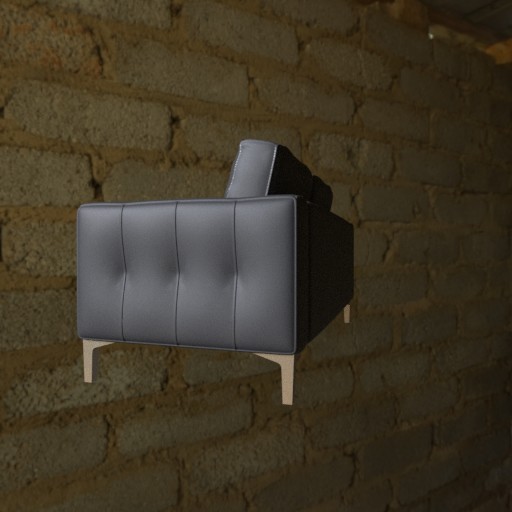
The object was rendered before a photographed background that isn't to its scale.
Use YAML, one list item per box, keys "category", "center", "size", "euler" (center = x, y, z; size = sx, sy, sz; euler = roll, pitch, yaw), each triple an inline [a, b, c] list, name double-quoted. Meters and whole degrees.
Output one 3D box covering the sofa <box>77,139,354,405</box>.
- category: "sofa"
  center: [0.000, 0.000, 2.261]
  size: [0.833, 0.893, 1.726]
  euler: [0, 1, 18]
